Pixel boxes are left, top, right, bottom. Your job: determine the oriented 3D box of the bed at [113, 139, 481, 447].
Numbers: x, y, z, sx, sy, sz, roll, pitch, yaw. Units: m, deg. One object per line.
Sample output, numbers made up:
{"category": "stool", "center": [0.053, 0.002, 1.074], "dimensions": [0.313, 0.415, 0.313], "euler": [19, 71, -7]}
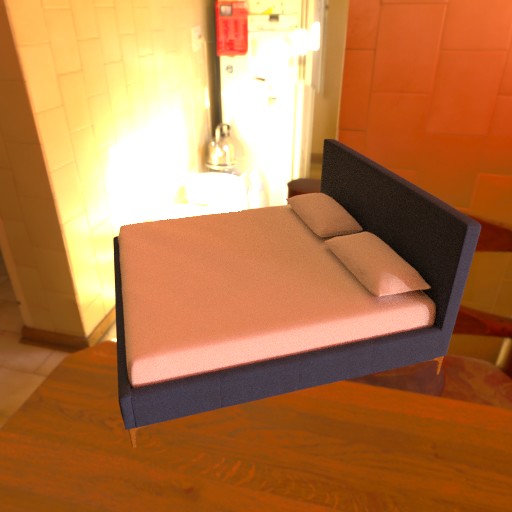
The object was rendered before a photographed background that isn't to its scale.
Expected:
{"category": "bed", "center": [0.000, 0.000, 3.538], "dimensions": [2.232, 1.231, 2.096], "euler": [-8, 30, -14]}
